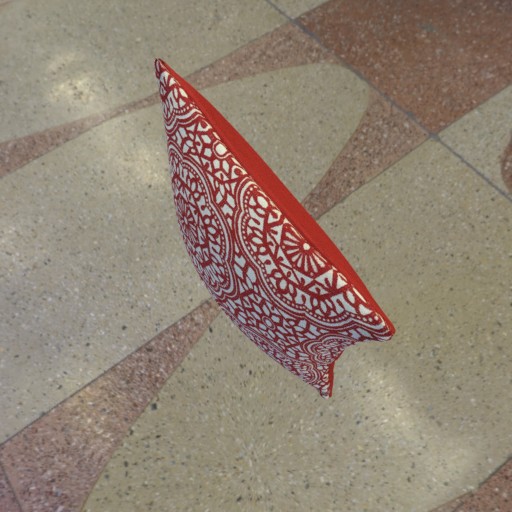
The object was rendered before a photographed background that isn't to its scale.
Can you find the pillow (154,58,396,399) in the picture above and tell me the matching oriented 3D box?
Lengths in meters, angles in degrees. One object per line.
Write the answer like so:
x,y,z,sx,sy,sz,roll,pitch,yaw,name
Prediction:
0.000,0.000,0.666,0.162,0.419,0.438,-32,69,-14,pillow
